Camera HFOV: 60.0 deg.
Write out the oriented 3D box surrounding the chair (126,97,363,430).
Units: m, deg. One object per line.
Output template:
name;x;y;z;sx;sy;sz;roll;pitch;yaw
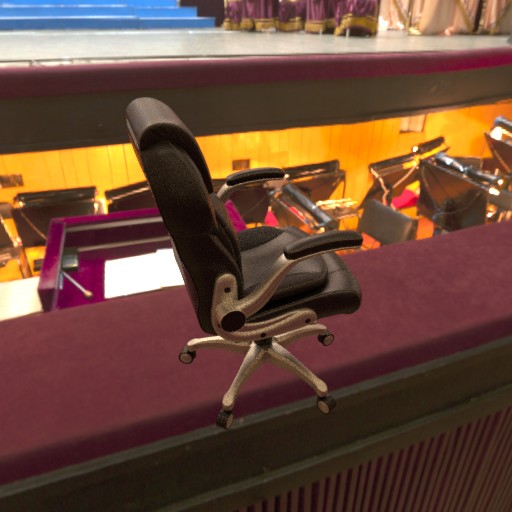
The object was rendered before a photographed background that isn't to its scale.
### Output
chair;0.000;0.000;1.687;0.801;1.141;0.724;-10;31;-17
